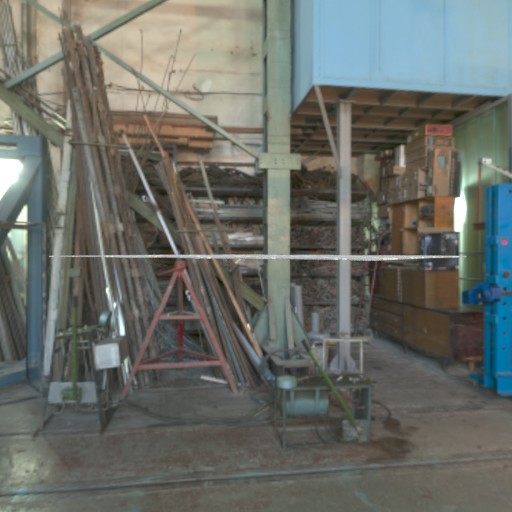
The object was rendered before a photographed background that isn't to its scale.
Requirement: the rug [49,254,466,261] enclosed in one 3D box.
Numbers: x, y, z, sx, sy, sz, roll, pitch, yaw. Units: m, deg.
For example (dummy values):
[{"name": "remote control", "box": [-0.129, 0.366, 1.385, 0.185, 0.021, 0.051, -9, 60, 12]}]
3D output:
[{"name": "rug", "box": [0.000, 0.000, 2.764, 2.135, 0.013, 1.524, 0, 1, 36]}]
